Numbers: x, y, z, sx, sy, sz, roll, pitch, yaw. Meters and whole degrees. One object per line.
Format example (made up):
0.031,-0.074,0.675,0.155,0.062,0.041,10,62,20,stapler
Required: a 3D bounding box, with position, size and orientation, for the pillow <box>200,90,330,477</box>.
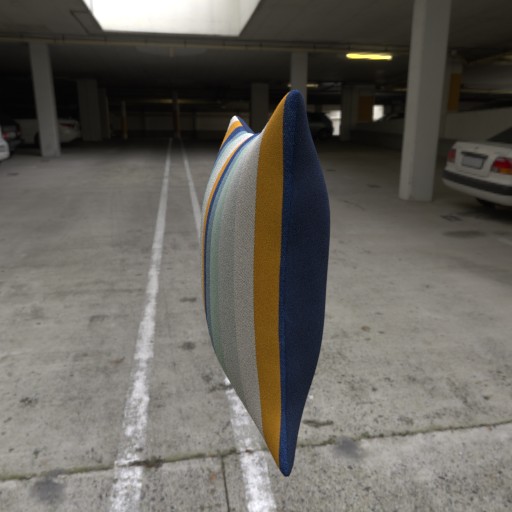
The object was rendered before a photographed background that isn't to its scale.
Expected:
0.000,0.000,0.710,0.173,0.454,0.463,-3,15,-10,pillow
